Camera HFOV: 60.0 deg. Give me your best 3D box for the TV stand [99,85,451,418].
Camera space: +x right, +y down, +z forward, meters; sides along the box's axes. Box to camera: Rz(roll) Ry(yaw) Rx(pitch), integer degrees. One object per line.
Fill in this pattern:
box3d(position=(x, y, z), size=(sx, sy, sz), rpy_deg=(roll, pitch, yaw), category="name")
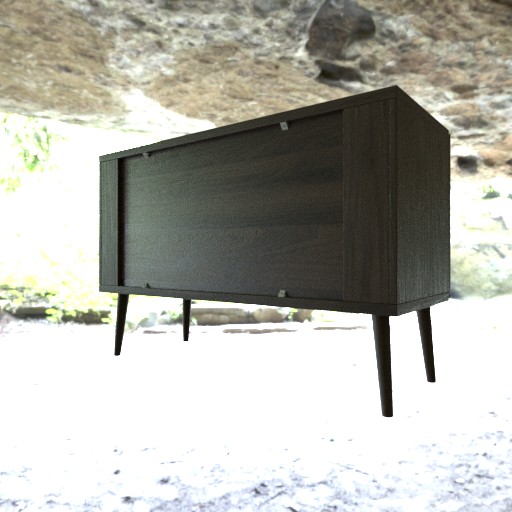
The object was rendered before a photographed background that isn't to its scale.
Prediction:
box3d(position=(0.000, 0.000, 1.314), size=(0.990, 0.660, 0.405), rpy_deg=(0, 0, 37), category="TV stand")
